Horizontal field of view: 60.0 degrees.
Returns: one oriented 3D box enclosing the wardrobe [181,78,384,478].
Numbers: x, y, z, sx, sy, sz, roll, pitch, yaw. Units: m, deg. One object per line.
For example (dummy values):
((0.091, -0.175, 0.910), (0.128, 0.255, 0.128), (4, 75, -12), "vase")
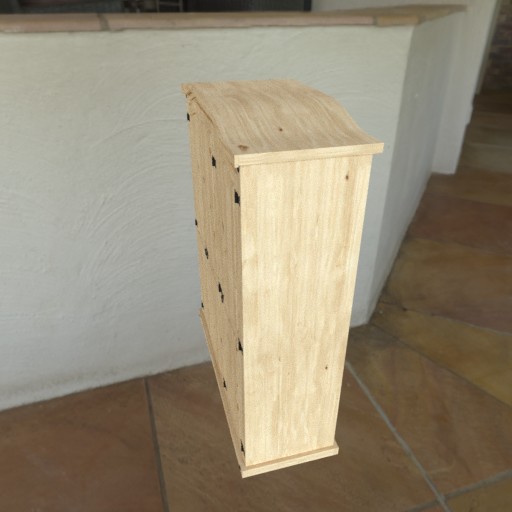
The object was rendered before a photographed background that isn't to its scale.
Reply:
((0.000, 0.000, 2.625), (0.570, 1.870, 1.500), (-8, 31, -13), "wardrobe")
